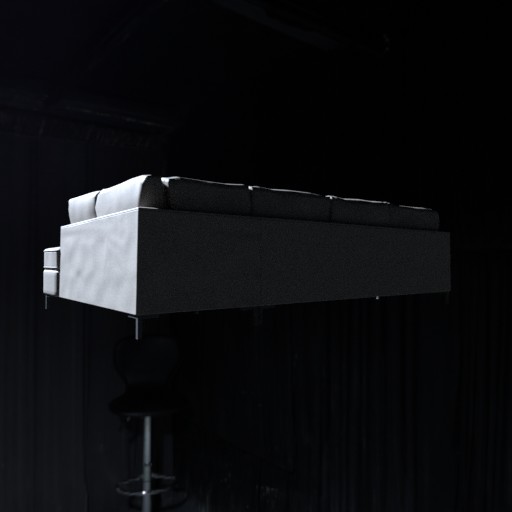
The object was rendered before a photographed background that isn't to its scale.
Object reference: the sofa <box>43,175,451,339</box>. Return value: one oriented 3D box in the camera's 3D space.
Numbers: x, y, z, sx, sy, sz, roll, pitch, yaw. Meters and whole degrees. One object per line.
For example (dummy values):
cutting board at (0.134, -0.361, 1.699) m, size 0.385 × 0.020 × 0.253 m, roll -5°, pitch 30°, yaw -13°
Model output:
sofa at (0.000, 0.000, 4.237) m, size 3.331 × 0.964 × 2.077 m, roll 1°, pitch -1°, yaw -38°
